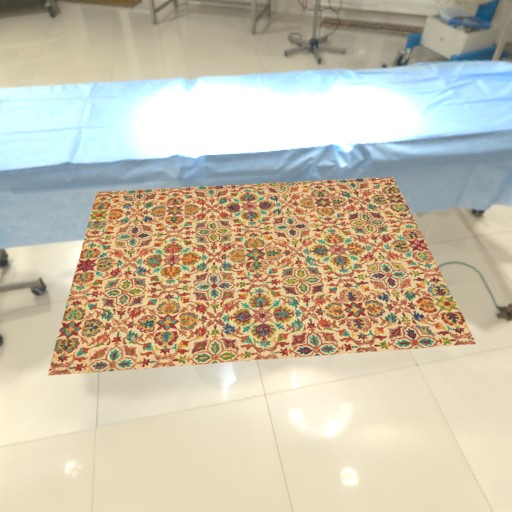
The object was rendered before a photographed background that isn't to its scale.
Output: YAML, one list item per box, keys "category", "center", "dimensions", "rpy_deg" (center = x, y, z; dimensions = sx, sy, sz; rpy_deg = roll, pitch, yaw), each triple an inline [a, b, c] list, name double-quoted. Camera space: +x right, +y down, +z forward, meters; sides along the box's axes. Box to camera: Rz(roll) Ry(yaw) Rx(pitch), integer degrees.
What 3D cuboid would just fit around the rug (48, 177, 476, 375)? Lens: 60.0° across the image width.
- category: "rug"
  center: [0.000, 0.000, 2.314]
  dimensions: [1.838, 0.013, 1.226]
  rpy_deg: [-3, 46, -3]
